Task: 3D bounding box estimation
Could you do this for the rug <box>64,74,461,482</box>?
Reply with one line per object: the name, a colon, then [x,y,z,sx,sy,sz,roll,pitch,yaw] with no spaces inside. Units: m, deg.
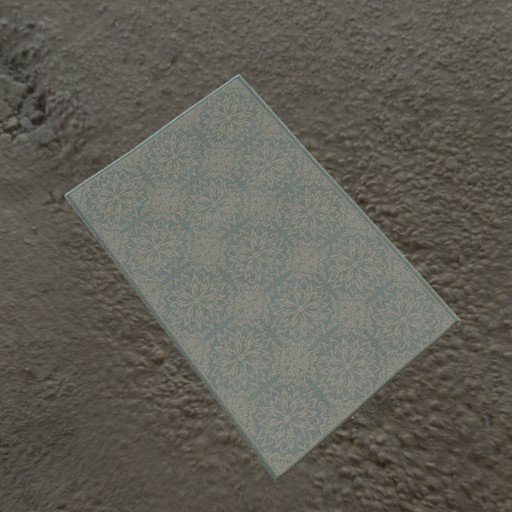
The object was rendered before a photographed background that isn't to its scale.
rug: [0.000,0.000,2.343,1.219,0.012,1.840,-38,79,-8]
